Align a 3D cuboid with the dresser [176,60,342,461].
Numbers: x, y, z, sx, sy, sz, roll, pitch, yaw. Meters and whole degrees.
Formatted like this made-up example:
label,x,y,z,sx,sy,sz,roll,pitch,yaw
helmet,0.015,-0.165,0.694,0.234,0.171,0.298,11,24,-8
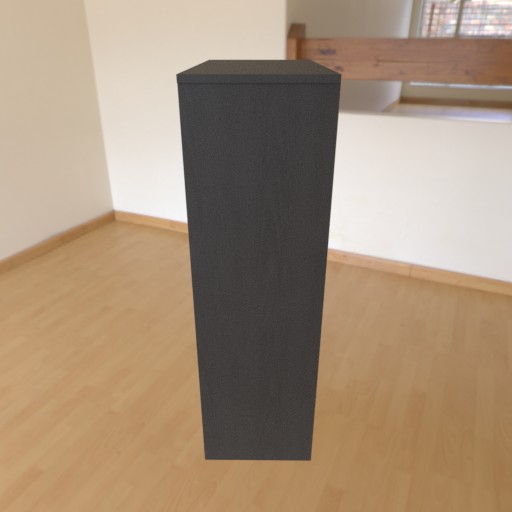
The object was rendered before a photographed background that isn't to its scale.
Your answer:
label,x,y,z,sx,sy,sz,roll,pitch,yaw
dresser,0.000,0.000,1.585,0.399,1.255,0.704,0,26,1
